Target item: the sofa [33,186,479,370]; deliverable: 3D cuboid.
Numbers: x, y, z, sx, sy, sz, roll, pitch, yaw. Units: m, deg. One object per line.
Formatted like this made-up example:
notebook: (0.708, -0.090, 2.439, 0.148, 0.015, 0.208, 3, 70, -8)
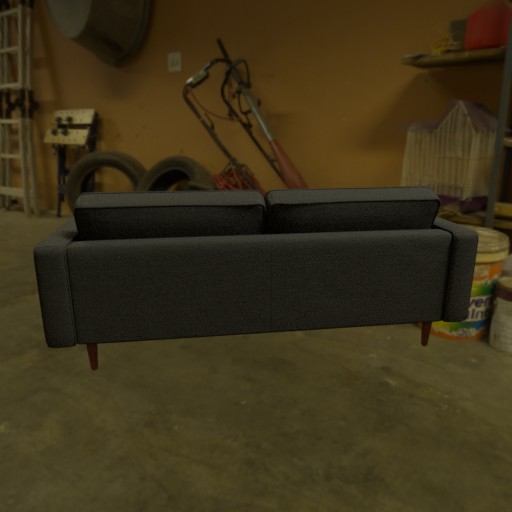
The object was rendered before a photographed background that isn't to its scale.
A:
sofa: (0.000, 0.000, 2.302, 1.875, 0.759, 0.914, -2, 16, -8)
